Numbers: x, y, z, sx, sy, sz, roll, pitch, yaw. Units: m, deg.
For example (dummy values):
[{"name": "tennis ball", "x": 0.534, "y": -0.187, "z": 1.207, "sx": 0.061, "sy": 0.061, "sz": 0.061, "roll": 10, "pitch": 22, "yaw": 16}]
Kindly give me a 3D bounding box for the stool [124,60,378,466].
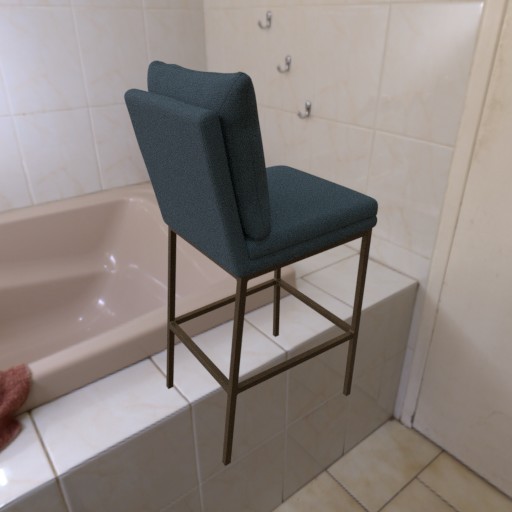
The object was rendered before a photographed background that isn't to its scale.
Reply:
[{"name": "stool", "x": 0.000, "y": 0.000, "z": 1.393, "sx": 0.568, "sy": 1.124, "sz": 0.463, "roll": -18, "pitch": 33, "yaw": -31}]
